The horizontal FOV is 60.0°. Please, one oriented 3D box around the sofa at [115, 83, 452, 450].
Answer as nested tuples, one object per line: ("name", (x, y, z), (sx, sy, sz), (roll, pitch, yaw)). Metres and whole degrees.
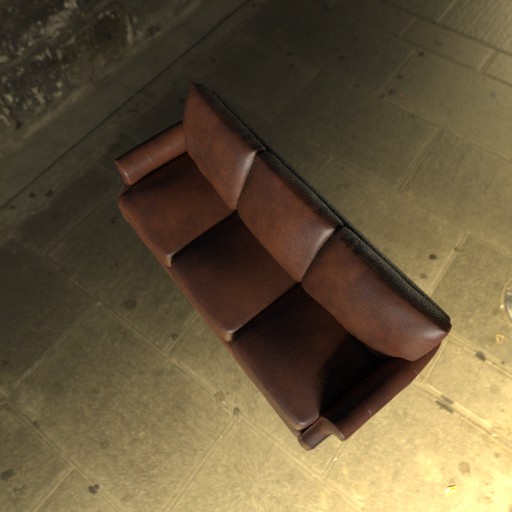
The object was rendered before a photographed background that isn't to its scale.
("sofa", (0.000, 0.000, 2.883), (0.973, 0.977, 2.351), (-35, 68, -16))
